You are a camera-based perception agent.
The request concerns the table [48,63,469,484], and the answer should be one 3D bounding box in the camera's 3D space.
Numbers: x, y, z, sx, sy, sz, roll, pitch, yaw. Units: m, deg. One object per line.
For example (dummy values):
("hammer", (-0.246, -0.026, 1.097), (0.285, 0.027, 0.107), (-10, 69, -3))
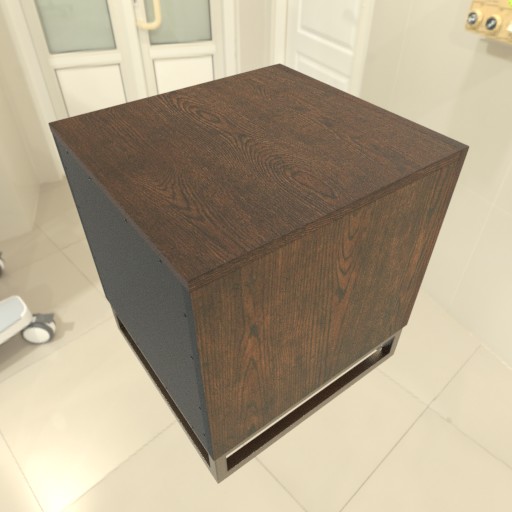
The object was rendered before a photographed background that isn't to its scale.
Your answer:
("table", (0.000, 0.000, 0.970), (0.566, 0.582, 0.506), (-26, 48, -26))
